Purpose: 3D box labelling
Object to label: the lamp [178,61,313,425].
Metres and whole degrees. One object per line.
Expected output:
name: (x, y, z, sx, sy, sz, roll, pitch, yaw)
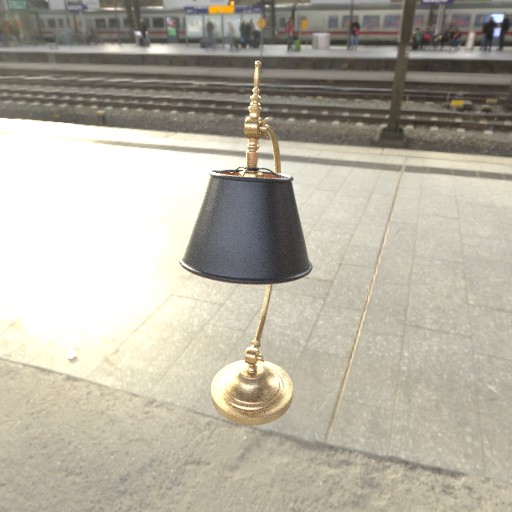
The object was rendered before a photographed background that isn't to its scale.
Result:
lamp: (0.000, 0.000, 0.839, 0.235, 0.675, 0.344, 8, 28, 16)
